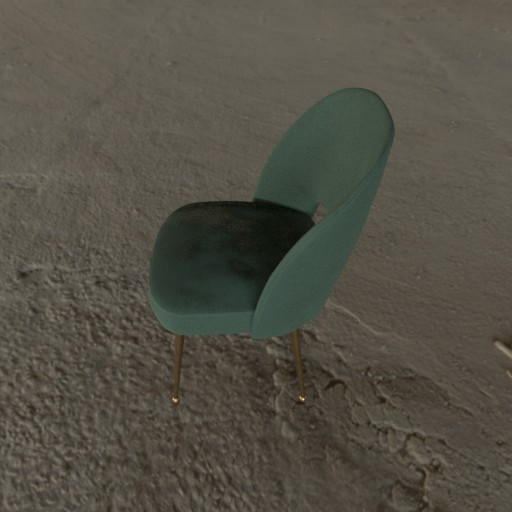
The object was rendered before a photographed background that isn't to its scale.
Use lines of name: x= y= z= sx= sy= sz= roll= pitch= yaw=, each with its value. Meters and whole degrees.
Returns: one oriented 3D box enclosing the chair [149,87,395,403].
chair: x=0.000 y=0.000 z=1.245 sx=0.577 sy=0.860 sz=0.527 roll=0 pitch=41 yaw=-1
